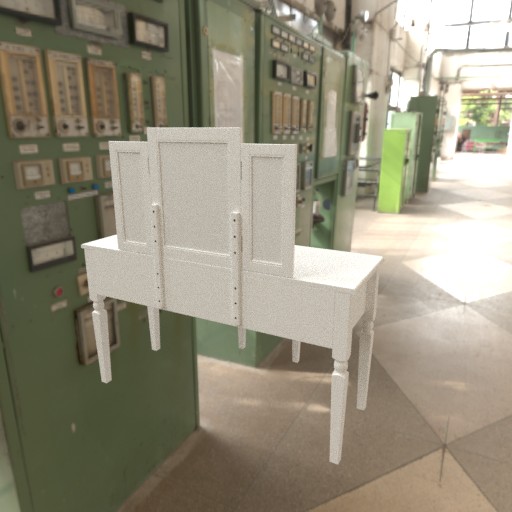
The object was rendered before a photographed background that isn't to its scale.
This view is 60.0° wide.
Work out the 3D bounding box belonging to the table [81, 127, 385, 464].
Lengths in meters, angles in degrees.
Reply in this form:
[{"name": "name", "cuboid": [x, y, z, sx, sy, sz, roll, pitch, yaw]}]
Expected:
[{"name": "table", "cuboid": [0.000, 0.000, 2.356, 1.369, 1.310, 1.115, 8, 18, 27]}]
